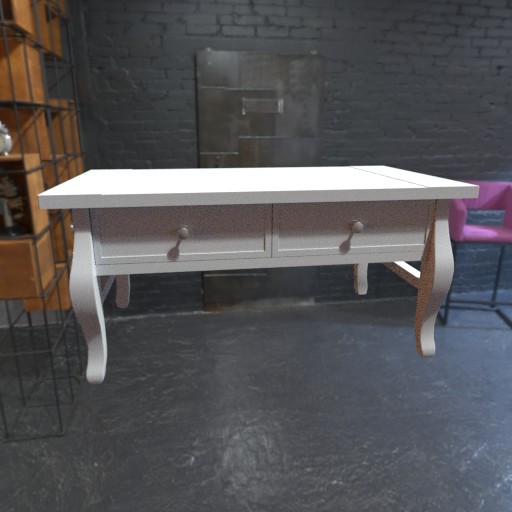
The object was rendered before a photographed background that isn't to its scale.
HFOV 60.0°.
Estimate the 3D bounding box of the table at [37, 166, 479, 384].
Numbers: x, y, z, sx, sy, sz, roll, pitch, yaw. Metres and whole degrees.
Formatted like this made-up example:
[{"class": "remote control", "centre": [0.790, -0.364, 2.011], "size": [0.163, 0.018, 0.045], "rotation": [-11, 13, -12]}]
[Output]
[{"class": "table", "centre": [0.000, 0.000, 1.397], "size": [1.062, 0.495, 0.600], "rotation": [-2, 17, -8]}]
